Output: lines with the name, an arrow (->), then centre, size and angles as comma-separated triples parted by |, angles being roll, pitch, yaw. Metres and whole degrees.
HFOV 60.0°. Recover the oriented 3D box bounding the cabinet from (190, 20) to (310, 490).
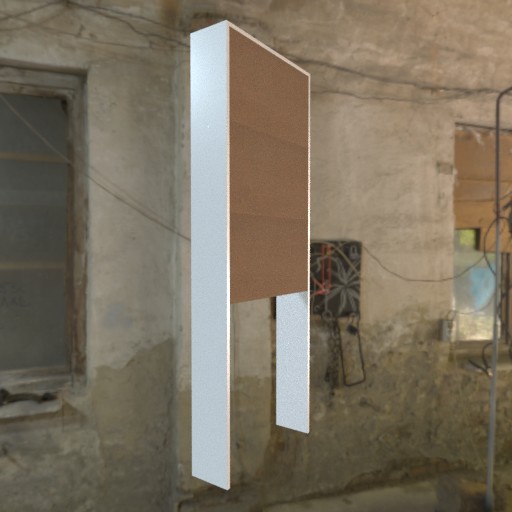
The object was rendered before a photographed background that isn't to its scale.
cabinet -> 0.000, 0.000, 1.985 | 0.192, 1.770, 0.643 | 1, 2, 36
